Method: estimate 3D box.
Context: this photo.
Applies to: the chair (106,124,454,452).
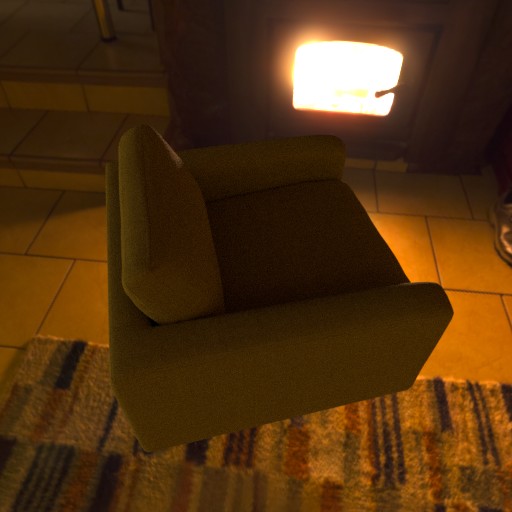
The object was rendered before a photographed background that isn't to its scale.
[{"bbox_3d":[0.000,0.000,1.785,1.100,0.847,1.070,-10,48,-9],"label":"chair"}]
